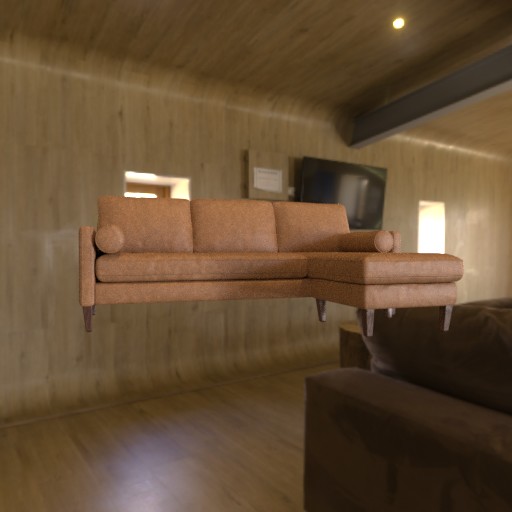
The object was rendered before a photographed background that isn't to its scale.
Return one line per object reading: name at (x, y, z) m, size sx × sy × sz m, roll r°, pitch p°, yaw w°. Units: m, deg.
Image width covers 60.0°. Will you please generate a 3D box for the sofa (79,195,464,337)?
sofa at (0.000, 0.000, 2.927) m, size 2.178 × 0.876 × 1.506 m, roll 0°, pitch 1°, yaw -18°
